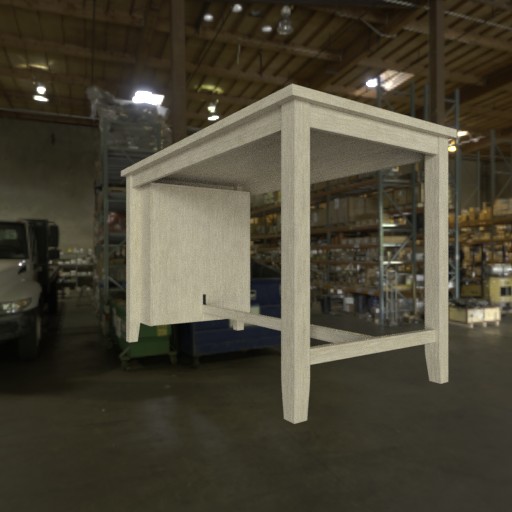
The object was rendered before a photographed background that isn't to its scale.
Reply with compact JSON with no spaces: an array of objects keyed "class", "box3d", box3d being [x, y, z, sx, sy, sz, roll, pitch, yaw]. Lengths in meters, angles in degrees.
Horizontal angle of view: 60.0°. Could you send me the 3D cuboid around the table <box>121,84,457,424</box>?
[{"class":"table","box3d":[0.000,0.000,1.906,0.729,0.874,1.397,0,0,-34]}]
